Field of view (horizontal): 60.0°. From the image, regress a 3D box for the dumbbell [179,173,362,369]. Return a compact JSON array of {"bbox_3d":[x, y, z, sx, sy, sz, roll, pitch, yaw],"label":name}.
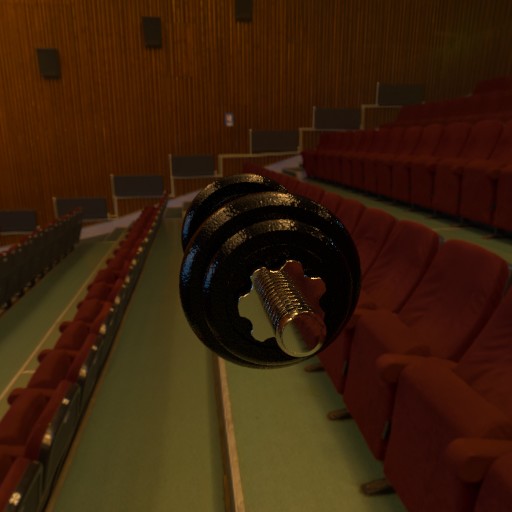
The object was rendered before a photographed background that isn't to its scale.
[{"bbox_3d":[0.000,0.000,0.598,0.202,0.202,0.497,-2,15,-8],"label":"dumbbell"}]
